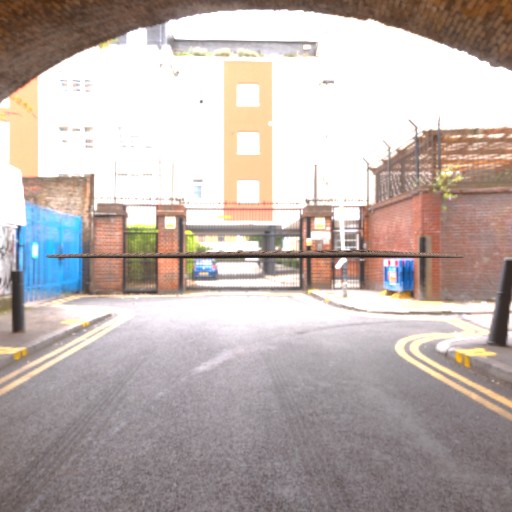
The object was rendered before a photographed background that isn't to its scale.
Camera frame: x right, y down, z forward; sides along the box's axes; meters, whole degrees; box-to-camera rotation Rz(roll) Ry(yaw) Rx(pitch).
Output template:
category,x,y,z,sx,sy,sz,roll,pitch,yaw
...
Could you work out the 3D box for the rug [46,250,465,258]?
category,x,y,z,sx,sy,sz,roll,pitch,yaw
rug,0.000,0.000,3.218,2.449,0.028,1.829,0,-1,36
